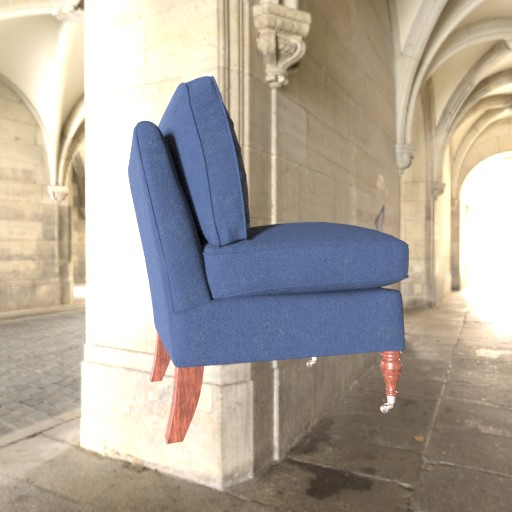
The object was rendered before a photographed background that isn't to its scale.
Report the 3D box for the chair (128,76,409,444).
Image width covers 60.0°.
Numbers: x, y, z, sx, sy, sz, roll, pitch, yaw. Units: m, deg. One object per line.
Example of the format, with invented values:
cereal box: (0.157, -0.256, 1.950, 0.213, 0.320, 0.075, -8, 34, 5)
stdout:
chair: (0.000, 0.000, 1.672, 0.912, 1.052, 0.724, 0, 1, -17)
